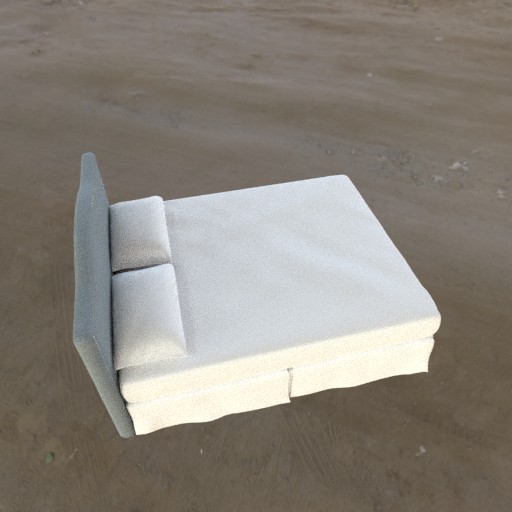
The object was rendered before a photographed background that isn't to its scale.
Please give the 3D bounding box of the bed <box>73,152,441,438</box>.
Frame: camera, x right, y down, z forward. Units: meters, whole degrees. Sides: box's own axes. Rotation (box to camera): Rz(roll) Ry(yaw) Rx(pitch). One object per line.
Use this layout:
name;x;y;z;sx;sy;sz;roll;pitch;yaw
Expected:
bed;0.000;0.000;3.913;2.689;1.457;2.161;-10;46;-10
